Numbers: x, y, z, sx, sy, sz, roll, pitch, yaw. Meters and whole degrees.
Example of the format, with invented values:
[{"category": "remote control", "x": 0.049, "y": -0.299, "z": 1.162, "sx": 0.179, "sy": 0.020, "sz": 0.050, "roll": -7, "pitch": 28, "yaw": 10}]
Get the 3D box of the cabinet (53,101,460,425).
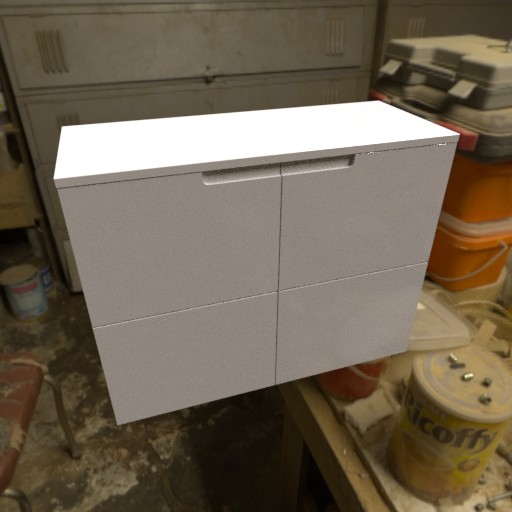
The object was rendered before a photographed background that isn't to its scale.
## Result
[{"category": "cabinet", "x": 0.000, "y": 0.000, "z": 1.408, "sx": 1.000, "sy": 0.800, "sz": 0.400, "roll": -10, "pitch": 33, "yaw": -15}]
